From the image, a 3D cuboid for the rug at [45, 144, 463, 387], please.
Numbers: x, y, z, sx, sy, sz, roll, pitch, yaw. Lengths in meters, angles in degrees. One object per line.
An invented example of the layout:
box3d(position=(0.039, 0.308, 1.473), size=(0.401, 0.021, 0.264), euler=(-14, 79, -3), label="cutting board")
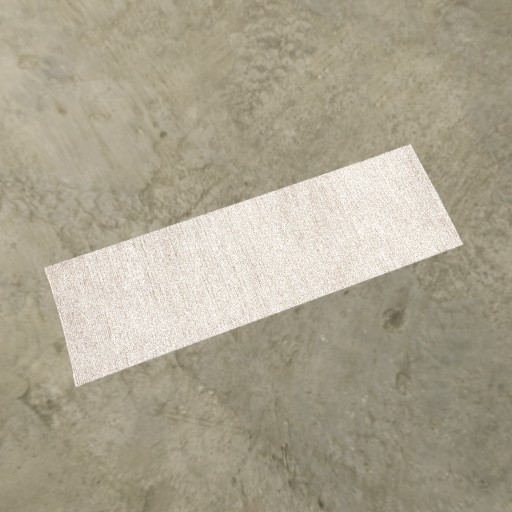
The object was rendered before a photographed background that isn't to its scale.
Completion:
box3d(position=(0.000, 0.000, 2.583), size=(2.346, 0.013, 0.712), euler=(-19, 74, -6), label="rug")
